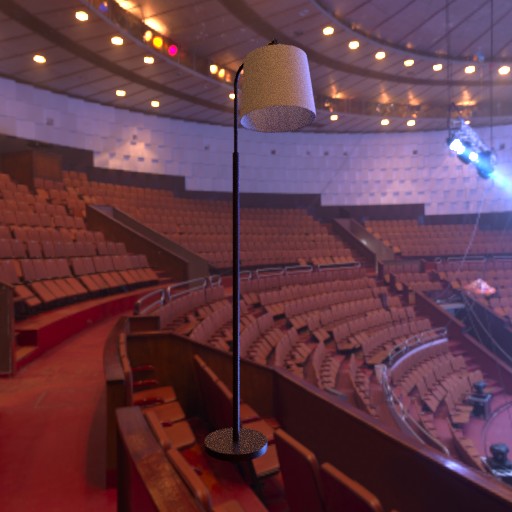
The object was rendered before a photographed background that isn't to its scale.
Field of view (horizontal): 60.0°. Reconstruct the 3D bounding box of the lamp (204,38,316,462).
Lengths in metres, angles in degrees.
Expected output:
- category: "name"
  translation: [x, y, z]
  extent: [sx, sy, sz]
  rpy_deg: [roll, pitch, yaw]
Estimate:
- category: "lamp"
  translation: [0.000, 0.000, 1.603]
  extent: [0.254, 1.478, 0.508]
  rpy_deg: [0, 0, -36]
